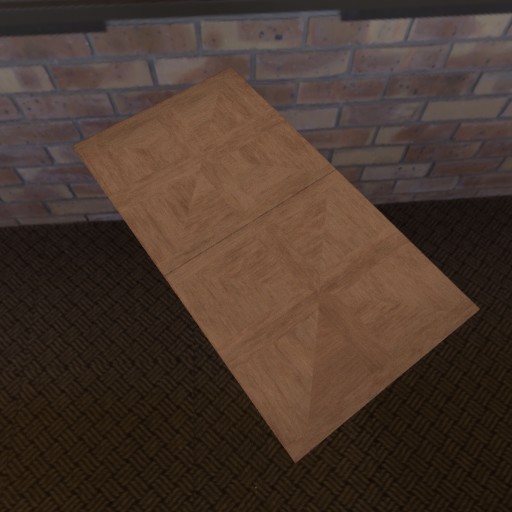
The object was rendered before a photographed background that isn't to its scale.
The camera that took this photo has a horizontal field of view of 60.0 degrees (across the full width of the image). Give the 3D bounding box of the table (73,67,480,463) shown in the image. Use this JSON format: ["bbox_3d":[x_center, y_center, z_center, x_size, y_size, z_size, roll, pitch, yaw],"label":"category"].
[{"bbox_3d":[0.000,0.000,2.464,1.016,0.768,1.881,-33,67,-16],"label":"table"}]
